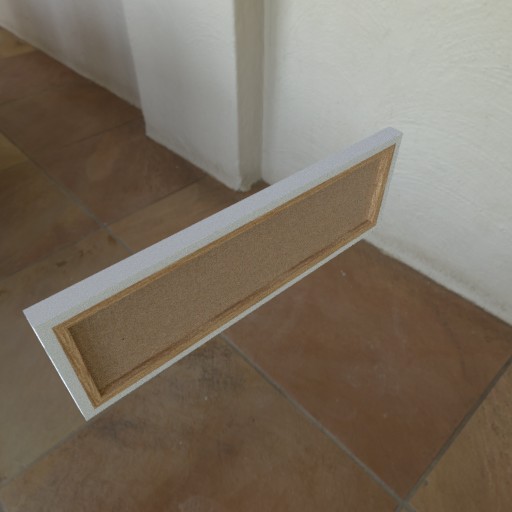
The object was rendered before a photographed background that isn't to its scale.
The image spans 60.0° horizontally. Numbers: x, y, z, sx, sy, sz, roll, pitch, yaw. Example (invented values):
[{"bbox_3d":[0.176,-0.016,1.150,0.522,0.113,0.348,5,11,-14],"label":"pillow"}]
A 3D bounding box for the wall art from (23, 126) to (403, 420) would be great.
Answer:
[{"bbox_3d":[0.000,0.000,0.831,0.763,0.255,0.038,-31,52,-28],"label":"wall art"}]
